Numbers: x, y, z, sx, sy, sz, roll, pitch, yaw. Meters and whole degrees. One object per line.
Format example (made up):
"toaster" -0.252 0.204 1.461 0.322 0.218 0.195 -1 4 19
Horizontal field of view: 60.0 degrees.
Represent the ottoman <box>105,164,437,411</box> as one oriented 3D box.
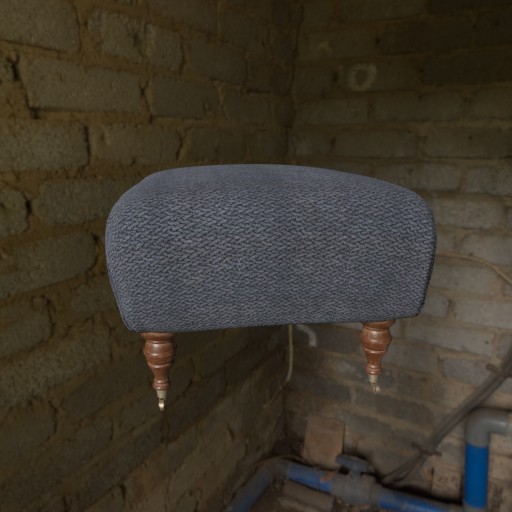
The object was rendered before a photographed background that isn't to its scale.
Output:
"ottoman" 0.000 0.000 1.131 0.622 0.450 0.747 -2 14 -8
